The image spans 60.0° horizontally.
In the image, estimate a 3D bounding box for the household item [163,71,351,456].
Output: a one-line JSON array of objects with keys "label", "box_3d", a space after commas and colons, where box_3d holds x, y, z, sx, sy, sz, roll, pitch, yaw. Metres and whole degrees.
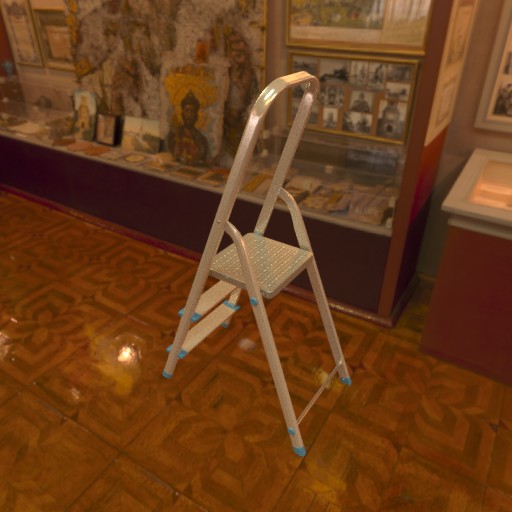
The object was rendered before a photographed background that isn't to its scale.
[{"label": "household item", "box_3d": [0.000, 0.000, 1.555, 0.687, 1.215, 0.420, 20, 36, 29]}]
